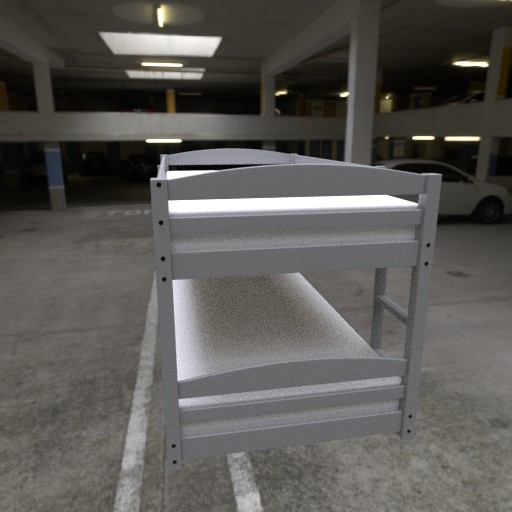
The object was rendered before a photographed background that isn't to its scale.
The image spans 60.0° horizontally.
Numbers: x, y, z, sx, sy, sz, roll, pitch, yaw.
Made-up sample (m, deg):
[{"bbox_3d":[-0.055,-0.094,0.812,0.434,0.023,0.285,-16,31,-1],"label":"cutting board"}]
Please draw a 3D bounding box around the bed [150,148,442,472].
[{"bbox_3d":[0.000,0.000,2.673,1.105,1.206,2.013,-3,15,-10],"label":"bed"}]
